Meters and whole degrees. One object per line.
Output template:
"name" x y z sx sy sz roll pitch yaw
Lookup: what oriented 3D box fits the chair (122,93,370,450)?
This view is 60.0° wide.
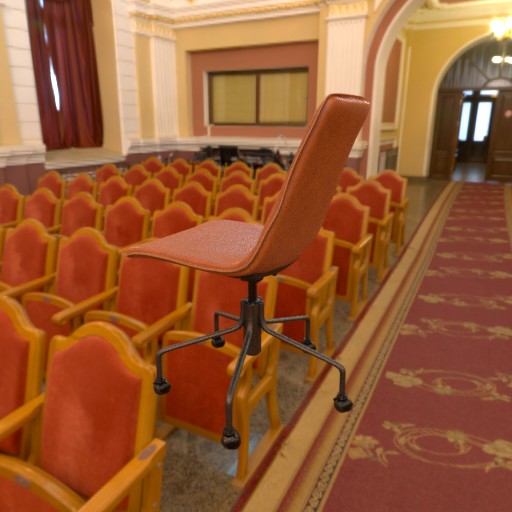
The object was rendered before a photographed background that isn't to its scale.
"chair" 0.000 0.000 1.371 0.660 0.920 0.651 8 19 26
